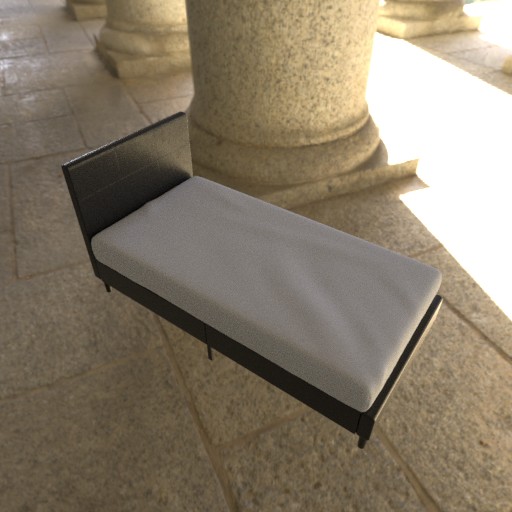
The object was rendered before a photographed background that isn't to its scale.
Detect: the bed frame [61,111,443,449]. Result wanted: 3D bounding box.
[{"bbox_3d":[0.000,0.000,2.618,2.152,1.046,1.038,25,46,27],"label":"bed frame"}]
